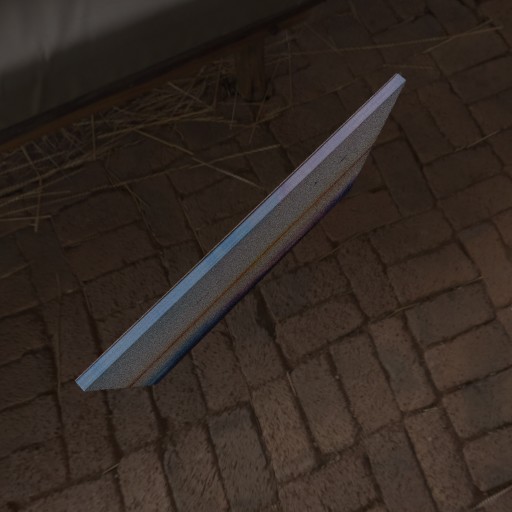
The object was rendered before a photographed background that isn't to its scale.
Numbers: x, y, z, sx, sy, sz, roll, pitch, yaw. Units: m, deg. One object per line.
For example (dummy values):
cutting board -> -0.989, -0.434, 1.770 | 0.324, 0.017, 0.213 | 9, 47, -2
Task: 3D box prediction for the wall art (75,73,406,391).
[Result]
wall art -> 0.000, 0.000, 1.471 | 0.034, 0.756, 1.137 | 43, 79, 10
